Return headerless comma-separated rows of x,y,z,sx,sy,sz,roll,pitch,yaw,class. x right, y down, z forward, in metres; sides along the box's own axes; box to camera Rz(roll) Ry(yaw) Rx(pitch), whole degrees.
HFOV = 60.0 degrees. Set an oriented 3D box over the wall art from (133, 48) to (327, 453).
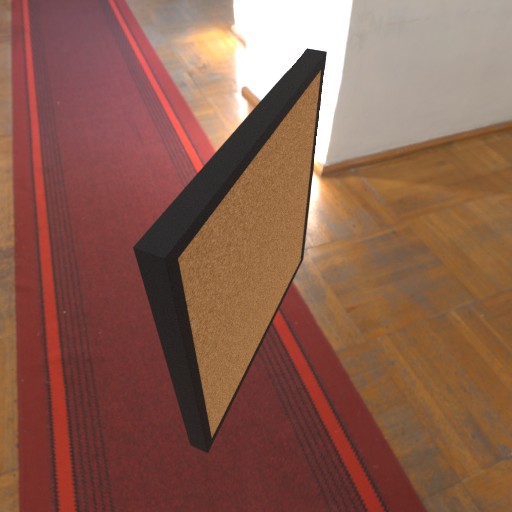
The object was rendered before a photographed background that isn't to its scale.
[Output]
0.000,0.000,0.758,0.036,0.503,0.506,18,49,16,wall art
